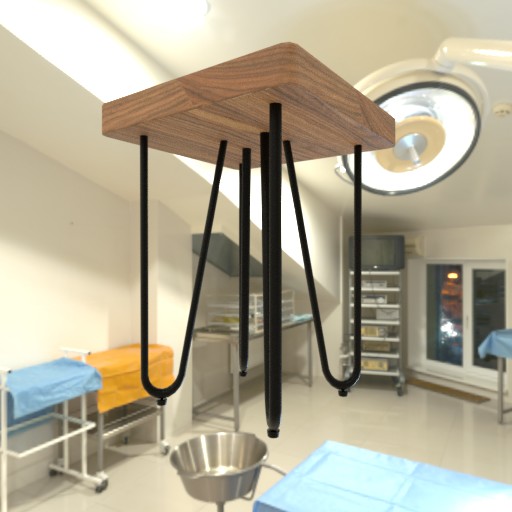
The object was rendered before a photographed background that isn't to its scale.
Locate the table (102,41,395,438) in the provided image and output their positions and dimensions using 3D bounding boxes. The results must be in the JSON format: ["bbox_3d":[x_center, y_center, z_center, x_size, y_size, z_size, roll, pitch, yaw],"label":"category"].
[{"bbox_3d":[0.000,0.000,0.989,0.479,0.641,0.480,0,0,36],"label":"table"}]
